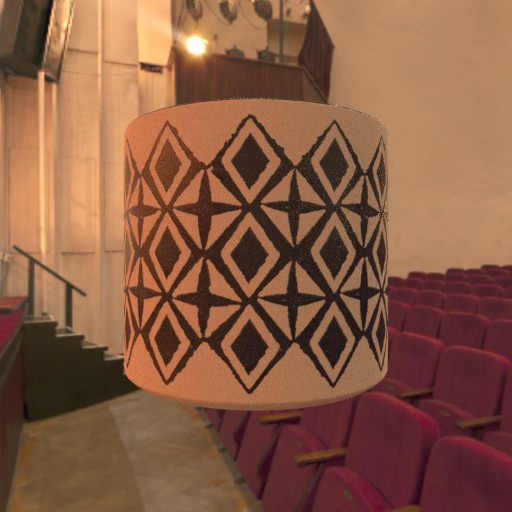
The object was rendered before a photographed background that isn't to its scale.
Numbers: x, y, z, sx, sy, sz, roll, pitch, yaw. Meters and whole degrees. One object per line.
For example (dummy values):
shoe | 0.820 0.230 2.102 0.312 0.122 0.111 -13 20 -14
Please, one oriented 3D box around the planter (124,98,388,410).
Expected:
planter | 0.000 0.000 0.278 0.159 0.144 0.159 0 0 0
